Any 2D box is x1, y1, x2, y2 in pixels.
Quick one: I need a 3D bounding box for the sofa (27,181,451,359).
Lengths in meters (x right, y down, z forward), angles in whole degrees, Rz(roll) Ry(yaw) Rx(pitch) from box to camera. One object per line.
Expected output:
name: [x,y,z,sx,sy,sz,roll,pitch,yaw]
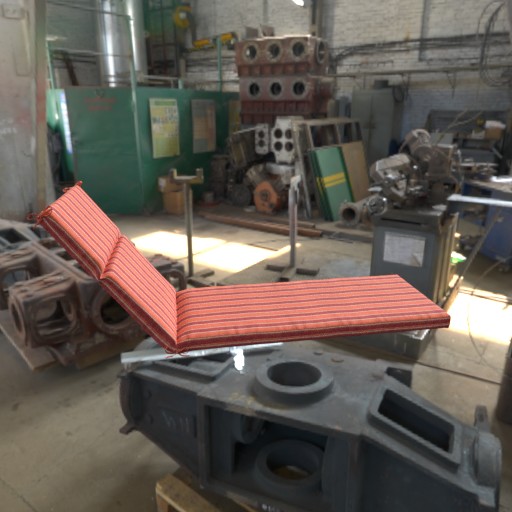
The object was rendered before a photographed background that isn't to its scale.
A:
sofa: [0.000,0.000,1.963,1.663,0.622,0.582,-3,19,-9]
